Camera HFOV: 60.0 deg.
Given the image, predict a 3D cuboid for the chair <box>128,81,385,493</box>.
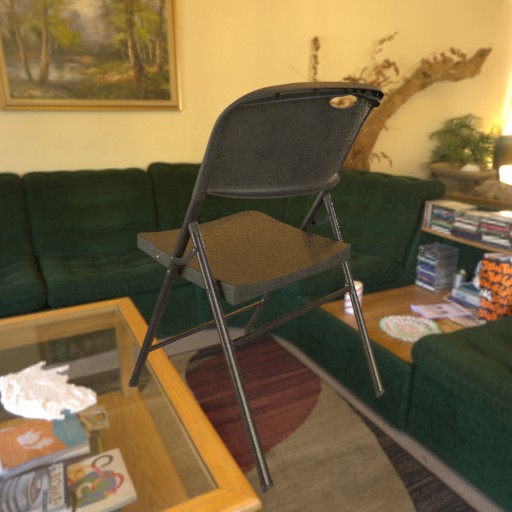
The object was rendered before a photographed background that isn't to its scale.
[{"bbox_3d":[0.000,0.000,1.142,0.566,0.810,0.494,17,24,42],"label":"chair"}]
